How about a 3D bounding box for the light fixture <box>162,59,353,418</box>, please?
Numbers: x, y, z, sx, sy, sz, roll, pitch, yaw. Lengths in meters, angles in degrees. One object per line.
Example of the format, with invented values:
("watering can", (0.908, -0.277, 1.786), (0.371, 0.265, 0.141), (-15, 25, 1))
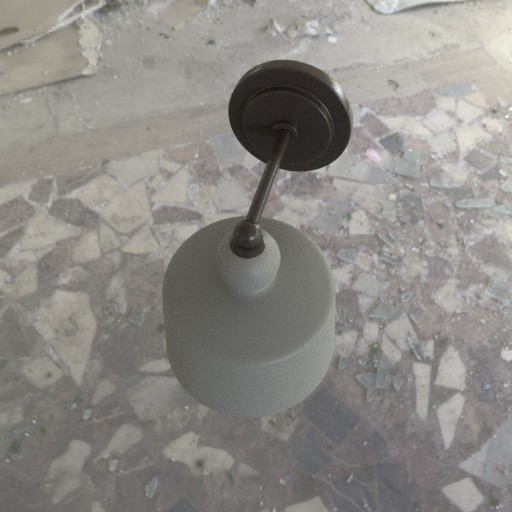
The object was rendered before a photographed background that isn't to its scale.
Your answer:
("light fixture", (0.000, 0.000, 0.442), (0.204, 0.268, 0.254), (14, 58, 9))
